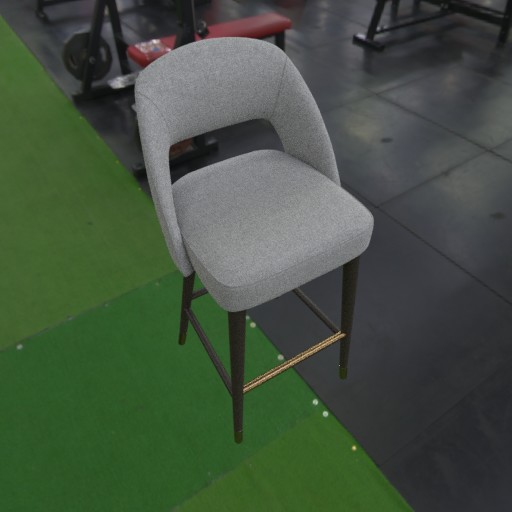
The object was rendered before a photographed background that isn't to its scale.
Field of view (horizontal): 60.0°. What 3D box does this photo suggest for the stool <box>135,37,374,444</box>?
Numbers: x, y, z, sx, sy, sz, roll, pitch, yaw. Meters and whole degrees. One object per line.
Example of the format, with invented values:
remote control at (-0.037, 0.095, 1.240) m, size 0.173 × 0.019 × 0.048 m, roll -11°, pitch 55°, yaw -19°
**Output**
stool at (0.000, 0.000, 1.275) m, size 0.494 × 1.037 × 0.509 m, roll -24°, pitch 50°, yaw -22°
